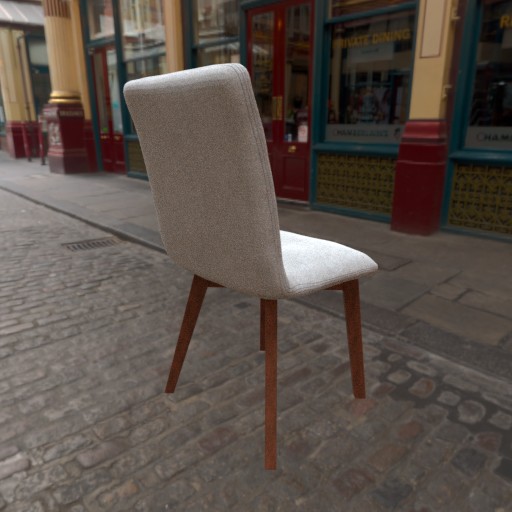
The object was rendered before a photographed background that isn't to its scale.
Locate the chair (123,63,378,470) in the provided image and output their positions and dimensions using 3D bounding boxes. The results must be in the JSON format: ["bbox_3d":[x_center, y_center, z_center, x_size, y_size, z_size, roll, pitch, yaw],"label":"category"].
[{"bbox_3d":[0.000,0.000,1.304,0.563,0.974,0.522,-15,22,-42],"label":"chair"}]
